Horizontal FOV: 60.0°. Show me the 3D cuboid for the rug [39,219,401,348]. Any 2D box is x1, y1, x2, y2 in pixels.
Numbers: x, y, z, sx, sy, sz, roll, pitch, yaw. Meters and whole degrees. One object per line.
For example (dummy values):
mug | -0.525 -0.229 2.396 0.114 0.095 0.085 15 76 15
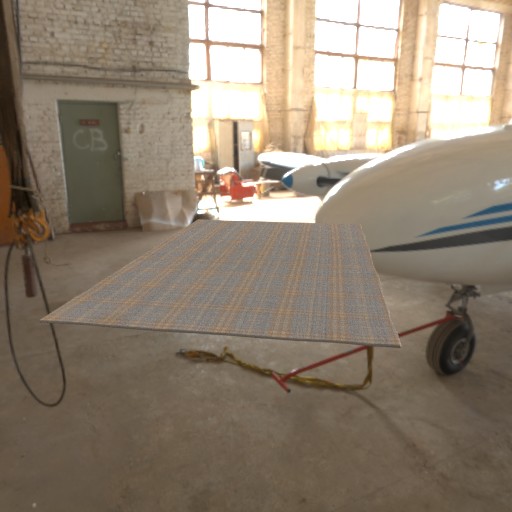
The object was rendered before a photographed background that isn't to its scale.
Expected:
rug | 0.000 0.000 2.996 1.545 0.016 2.460 2 15 9
